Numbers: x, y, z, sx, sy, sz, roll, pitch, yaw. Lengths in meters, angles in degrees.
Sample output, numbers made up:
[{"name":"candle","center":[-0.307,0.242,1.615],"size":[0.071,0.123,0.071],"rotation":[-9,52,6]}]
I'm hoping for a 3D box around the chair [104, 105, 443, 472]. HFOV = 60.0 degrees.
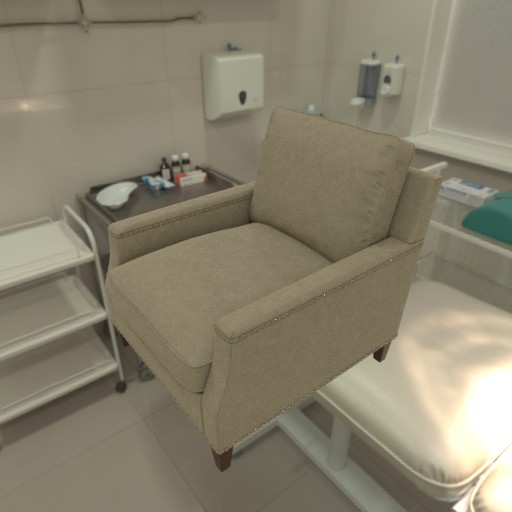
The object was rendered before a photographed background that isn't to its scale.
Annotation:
[{"name":"chair","center":[0.000,0.000,1.724],"size":[1.014,0.943,0.853],"rotation":[-22,37,-32]}]
